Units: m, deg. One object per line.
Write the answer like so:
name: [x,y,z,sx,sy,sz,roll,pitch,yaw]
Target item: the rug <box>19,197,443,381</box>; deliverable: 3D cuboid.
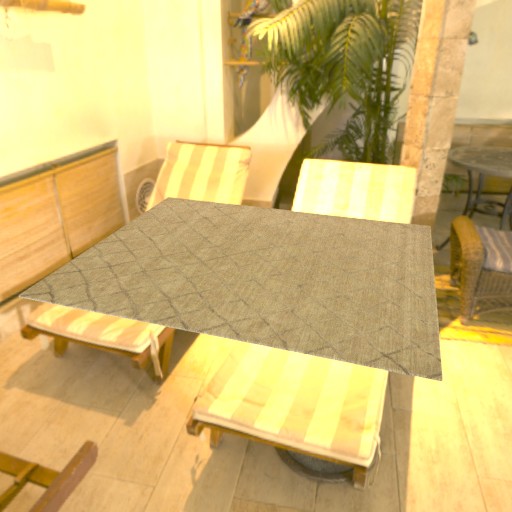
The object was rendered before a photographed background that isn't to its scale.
rug: [0.000,0.000,4.001,3.038,0.019,2.420,8,28,16]
